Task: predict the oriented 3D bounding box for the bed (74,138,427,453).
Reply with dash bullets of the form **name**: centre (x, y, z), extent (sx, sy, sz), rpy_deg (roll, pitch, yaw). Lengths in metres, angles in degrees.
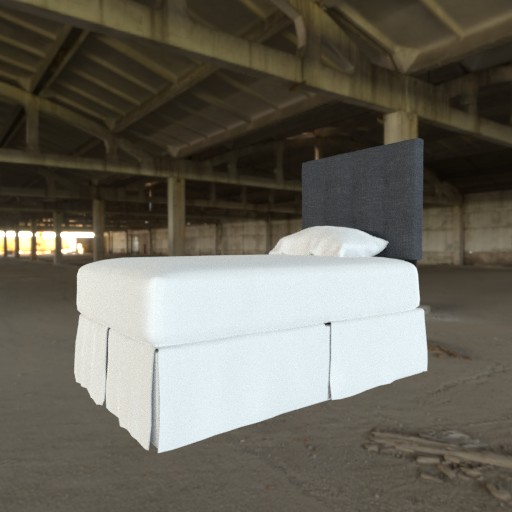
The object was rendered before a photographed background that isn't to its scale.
- **bed**: centre (0.000, 0.000, 2.855), extent (1.997, 1.571, 1.261), rpy_deg (-1, 2, -36)
